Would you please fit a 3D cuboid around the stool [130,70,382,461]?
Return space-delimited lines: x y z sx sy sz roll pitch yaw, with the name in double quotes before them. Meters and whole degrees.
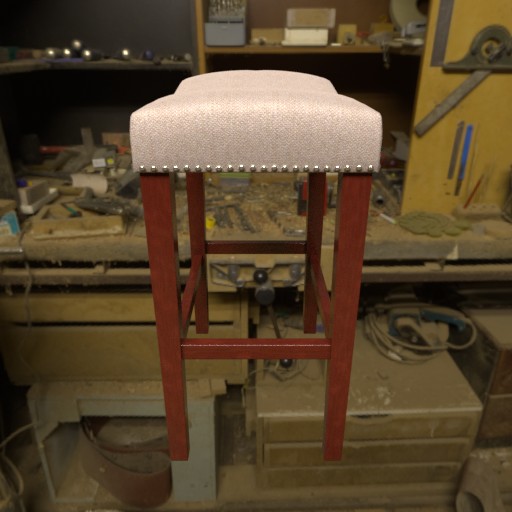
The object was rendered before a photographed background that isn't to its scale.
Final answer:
"stool" 0.000 0.000 0.994 0.372 0.742 0.504 0 27 0
